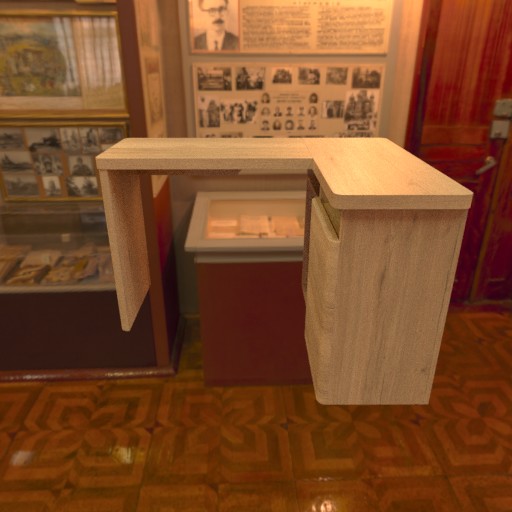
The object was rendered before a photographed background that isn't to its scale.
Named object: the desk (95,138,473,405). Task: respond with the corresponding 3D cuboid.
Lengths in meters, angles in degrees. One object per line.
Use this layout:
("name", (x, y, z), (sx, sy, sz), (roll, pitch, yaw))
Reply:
("desk", (0.000, 0.000, 1.740), (1.169, 0.760, 0.900), (0, 24, 0))
